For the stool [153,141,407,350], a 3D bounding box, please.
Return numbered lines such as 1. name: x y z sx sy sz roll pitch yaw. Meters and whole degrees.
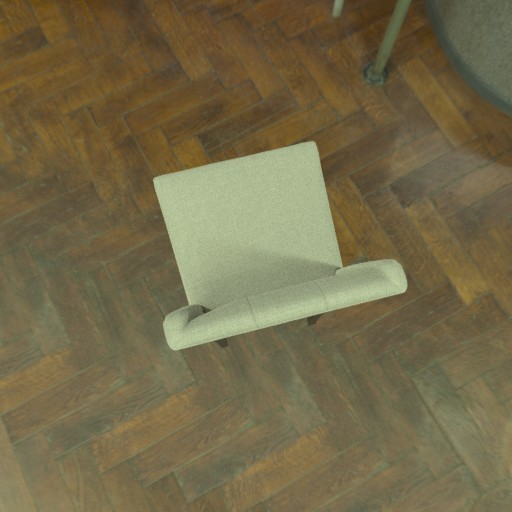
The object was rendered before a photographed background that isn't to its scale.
1. stool: 0.000 0.000 1.356 0.474 1.116 0.509 -14 77 -3
